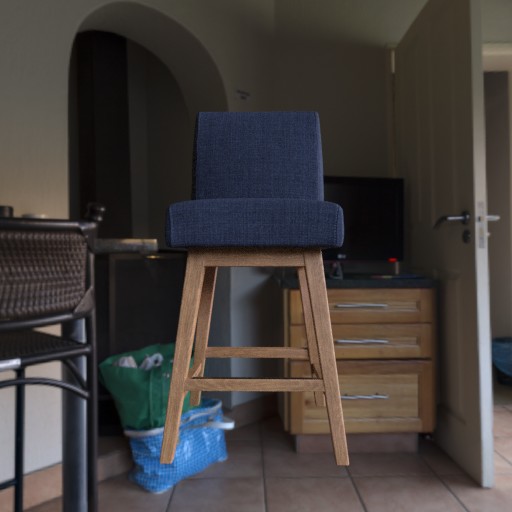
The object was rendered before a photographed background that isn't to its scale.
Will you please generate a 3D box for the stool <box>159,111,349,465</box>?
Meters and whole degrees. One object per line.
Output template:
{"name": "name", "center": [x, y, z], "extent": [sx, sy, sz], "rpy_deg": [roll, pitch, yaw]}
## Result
{"name": "stool", "center": [0.000, 0.000, 1.325], "extent": [0.459, 1.010, 0.526], "rpy_deg": [0, 0, 1]}
